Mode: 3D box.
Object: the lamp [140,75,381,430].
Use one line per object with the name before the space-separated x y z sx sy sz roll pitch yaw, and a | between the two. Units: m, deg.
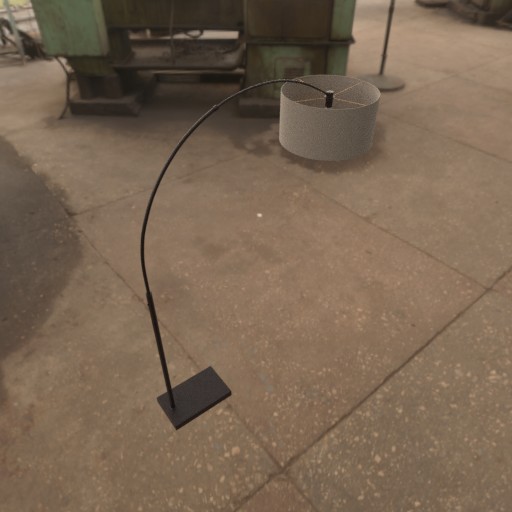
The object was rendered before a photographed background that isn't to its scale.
lamp | 0.000 0.000 2.537 1.424 1.927 0.493 -26 46 -28
